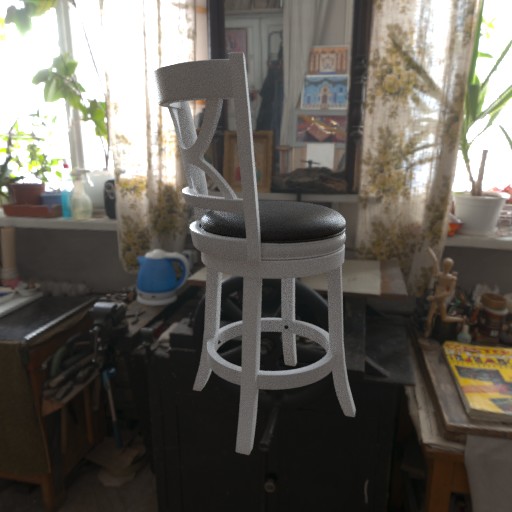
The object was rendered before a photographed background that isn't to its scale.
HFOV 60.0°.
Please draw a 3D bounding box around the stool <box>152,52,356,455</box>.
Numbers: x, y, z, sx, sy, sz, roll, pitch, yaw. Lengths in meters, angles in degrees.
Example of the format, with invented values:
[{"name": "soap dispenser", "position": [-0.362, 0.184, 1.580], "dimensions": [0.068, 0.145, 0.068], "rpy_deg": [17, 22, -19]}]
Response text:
[{"name": "stool", "position": [0.000, 0.000, 1.229], "dimensions": [0.508, 0.953, 0.444], "rpy_deg": [-8, 17, -26]}]
